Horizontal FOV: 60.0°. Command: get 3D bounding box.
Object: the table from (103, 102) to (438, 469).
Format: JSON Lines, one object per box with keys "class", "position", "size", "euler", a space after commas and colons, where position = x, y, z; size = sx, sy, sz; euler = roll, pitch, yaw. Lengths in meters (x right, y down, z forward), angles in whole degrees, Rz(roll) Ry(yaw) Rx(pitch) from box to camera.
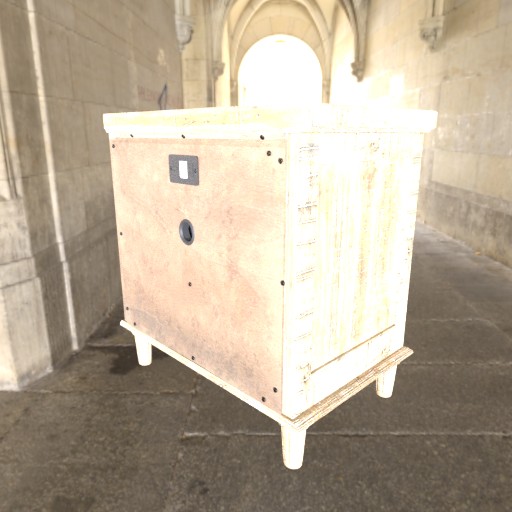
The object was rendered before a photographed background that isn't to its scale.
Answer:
{"class": "table", "position": [0.000, 0.000, 1.155], "size": [0.457, 0.711, 0.686], "euler": [-15, 21, -42]}
